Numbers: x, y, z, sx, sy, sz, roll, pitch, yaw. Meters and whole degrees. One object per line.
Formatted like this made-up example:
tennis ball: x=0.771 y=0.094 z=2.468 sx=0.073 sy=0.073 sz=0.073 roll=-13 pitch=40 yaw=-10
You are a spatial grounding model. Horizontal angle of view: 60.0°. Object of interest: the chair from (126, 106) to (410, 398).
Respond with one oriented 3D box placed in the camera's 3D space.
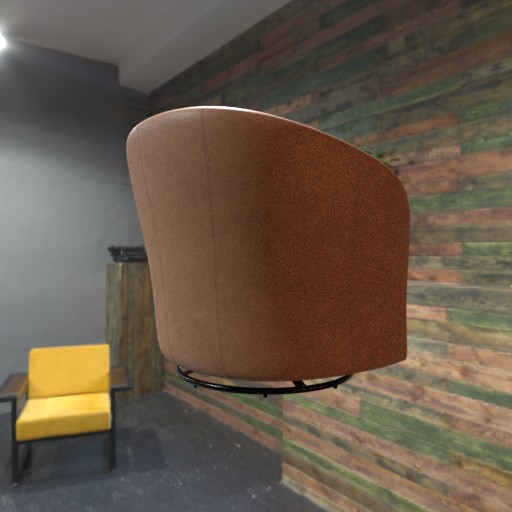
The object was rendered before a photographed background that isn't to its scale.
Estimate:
chair: x=0.000 y=0.000 z=1.477 sx=0.815 sy=0.771 sz=0.791 roll=0 pitch=0 yaw=-36
